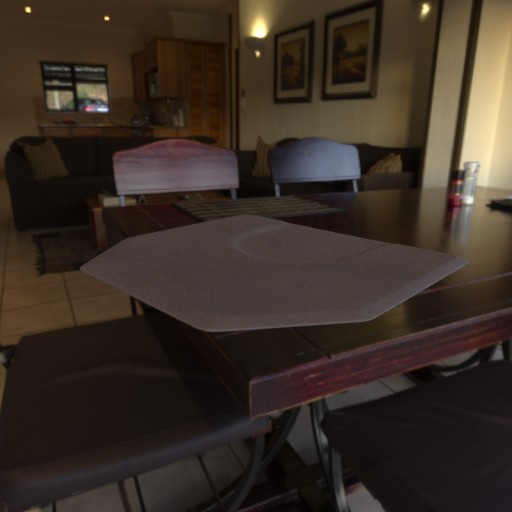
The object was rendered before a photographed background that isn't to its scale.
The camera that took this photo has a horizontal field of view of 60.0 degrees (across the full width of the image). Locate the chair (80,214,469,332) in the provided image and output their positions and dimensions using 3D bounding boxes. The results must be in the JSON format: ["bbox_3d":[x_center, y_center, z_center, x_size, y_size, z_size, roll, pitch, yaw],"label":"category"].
[{"bbox_3d":[0.000,0.000,1.909,1.372,0.024,1.219,16,23,42],"label":"chair"}]
